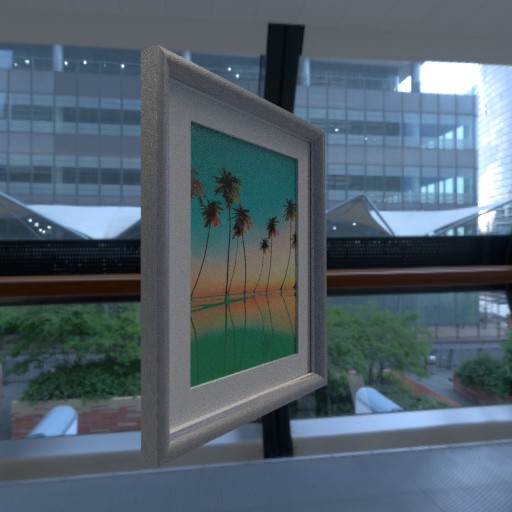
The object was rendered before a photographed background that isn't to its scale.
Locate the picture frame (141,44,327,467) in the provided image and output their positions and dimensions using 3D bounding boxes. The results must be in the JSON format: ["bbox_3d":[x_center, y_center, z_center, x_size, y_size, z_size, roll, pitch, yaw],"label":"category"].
[{"bbox_3d":[0.000,0.000,0.535,0.027,0.378,0.327,0,-1,36],"label":"picture frame"}]
